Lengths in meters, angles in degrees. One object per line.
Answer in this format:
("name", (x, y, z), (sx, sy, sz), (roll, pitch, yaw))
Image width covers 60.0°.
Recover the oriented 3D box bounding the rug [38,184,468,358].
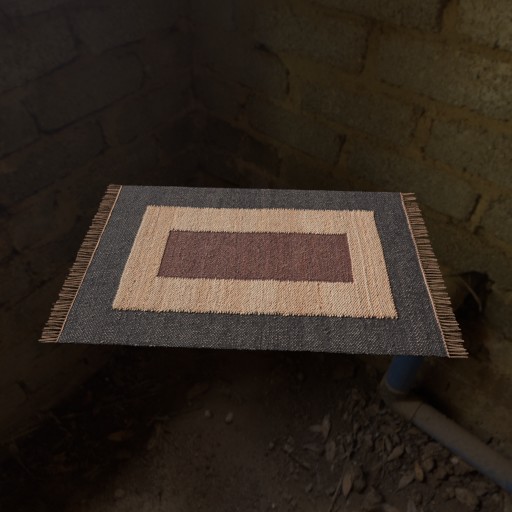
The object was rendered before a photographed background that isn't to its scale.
("rug", (0.000, 0.000, 2.479), (2.021, 0.027, 1.224), (2, 46, 2))
